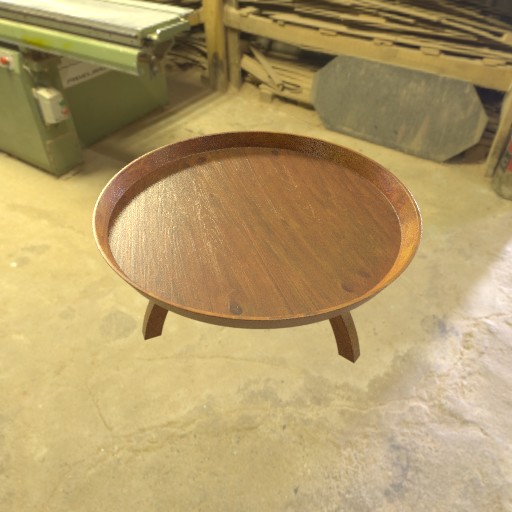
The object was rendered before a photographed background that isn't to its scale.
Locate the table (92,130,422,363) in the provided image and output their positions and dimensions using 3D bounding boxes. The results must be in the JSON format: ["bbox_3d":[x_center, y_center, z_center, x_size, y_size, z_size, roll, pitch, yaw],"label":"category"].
[{"bbox_3d":[0.000,0.000,1.557,1.016,0.470,1.016,0,41,0],"label":"table"}]
